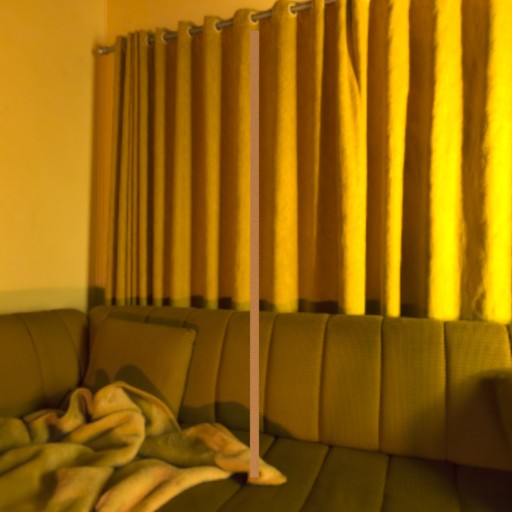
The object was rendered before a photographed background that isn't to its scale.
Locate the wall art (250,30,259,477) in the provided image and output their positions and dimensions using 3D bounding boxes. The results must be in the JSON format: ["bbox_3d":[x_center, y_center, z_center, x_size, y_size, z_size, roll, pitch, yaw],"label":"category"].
[{"bbox_3d":[0.000,0.000,0.681,0.009,0.457,0.456,0,-1,0],"label":"wall art"}]
